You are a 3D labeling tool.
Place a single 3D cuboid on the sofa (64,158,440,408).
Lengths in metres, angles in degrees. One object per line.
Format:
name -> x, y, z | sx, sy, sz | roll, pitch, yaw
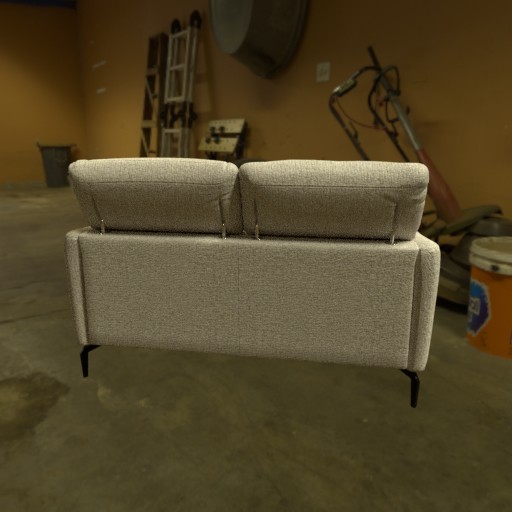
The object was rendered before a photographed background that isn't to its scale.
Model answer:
sofa -> 0.000, 0.000, 2.126 | 1.540, 0.950, 0.905 | 2, 15, 9
